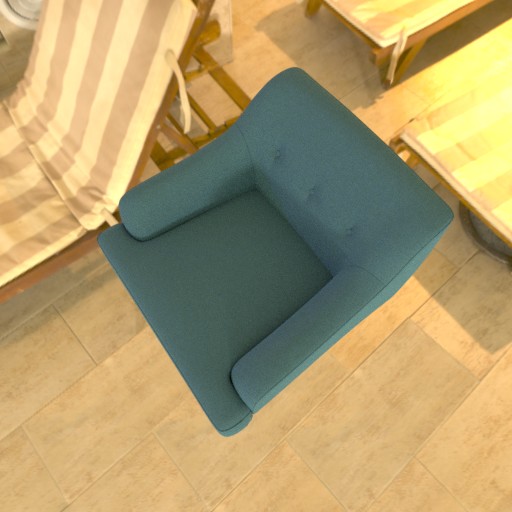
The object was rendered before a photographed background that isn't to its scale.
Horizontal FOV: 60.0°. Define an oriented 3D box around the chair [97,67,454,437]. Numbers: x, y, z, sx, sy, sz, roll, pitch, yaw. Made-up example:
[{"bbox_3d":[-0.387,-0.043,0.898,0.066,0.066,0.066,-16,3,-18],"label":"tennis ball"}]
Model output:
[{"bbox_3d":[0.000,0.000,1.711,0.951,0.818,0.946,-33,68,-15],"label":"chair"}]
